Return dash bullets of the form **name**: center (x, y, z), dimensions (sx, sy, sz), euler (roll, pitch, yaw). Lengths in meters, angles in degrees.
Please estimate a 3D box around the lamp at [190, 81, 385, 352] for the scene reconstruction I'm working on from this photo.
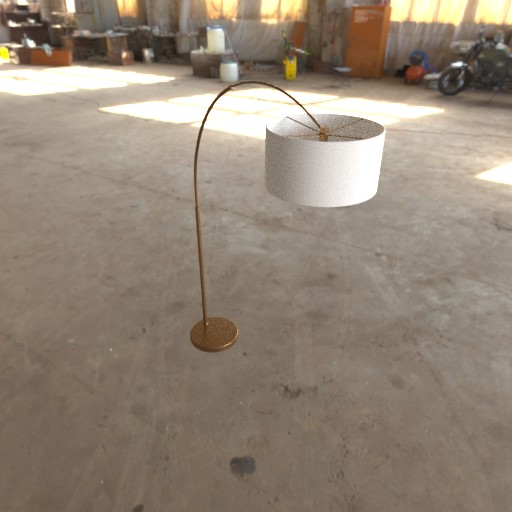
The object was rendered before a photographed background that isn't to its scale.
- **lamp**: center (0.000, 0.000, 2.592), dimensions (0.493, 1.927, 1.434), euler (-21, 36, -32)
